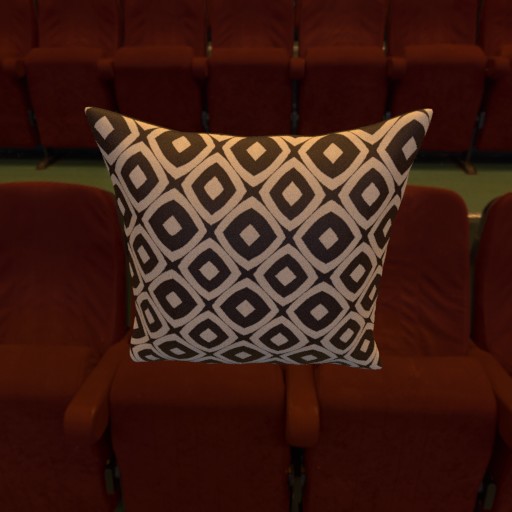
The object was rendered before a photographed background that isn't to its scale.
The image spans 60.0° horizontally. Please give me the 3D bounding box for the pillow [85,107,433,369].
[{"bbox_3d":[0.000,0.000,0.762,0.504,0.494,0.188,1,30,2],"label":"pillow"}]
